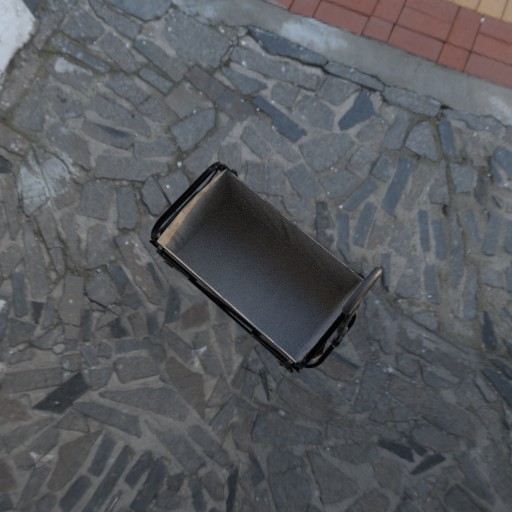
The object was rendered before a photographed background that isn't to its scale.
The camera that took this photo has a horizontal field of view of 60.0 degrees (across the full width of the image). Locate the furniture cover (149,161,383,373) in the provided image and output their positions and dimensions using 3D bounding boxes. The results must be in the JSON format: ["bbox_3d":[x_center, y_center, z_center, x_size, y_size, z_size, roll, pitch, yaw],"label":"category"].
[{"bbox_3d":[0.000,0.000,1.830,1.038,1.295,0.532,40,79,9],"label":"furniture cover"}]
